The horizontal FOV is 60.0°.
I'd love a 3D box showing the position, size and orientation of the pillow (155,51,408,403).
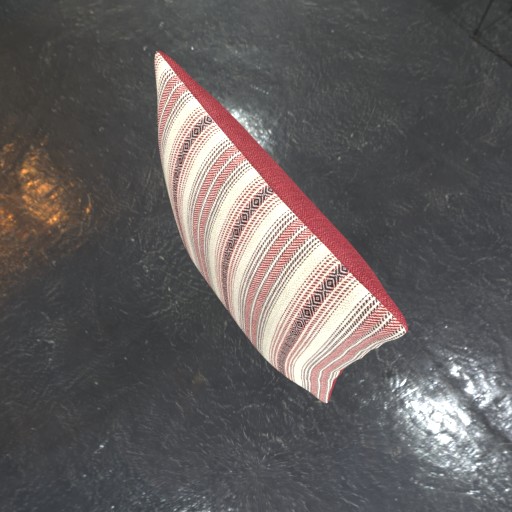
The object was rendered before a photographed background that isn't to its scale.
[{"bbox_3d":[0.000,0.000,0.763,0.166,0.497,0.513,-33,68,-15],"label":"pillow"}]
